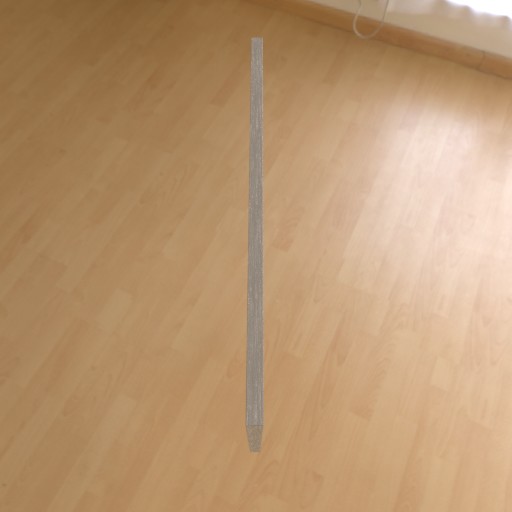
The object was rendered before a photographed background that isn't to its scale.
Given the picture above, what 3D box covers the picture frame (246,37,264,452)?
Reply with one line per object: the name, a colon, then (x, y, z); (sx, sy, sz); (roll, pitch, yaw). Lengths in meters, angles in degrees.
picture frame: (0.000, 0.000, 1.221); (0.029, 0.640, 0.950); (0, 63, 0)
